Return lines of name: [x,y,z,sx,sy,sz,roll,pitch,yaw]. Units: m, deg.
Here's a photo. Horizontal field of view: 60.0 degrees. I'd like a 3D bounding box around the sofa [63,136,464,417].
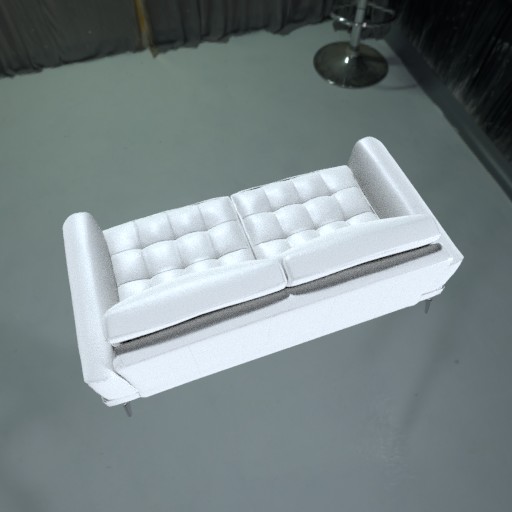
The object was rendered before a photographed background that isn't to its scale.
sofa: [0.000,0.000,2.705,2.177,0.930,1.121,-17,59,-10]
